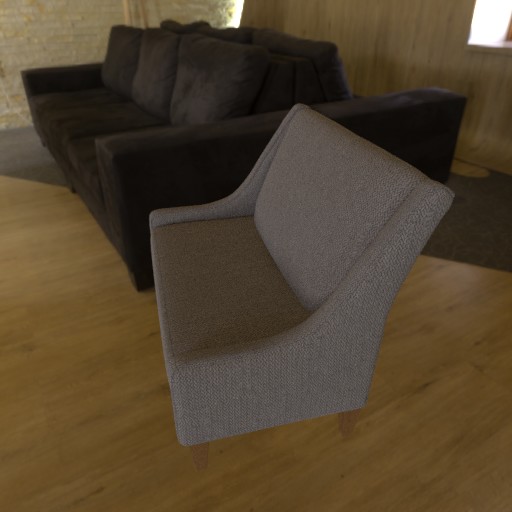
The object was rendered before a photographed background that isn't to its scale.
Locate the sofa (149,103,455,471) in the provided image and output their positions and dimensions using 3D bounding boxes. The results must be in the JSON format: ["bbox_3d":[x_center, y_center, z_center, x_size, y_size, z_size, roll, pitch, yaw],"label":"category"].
[{"bbox_3d":[0.000,0.000,1.909,0.873,1.022,1.242,-7,31,-13],"label":"sofa"}]
